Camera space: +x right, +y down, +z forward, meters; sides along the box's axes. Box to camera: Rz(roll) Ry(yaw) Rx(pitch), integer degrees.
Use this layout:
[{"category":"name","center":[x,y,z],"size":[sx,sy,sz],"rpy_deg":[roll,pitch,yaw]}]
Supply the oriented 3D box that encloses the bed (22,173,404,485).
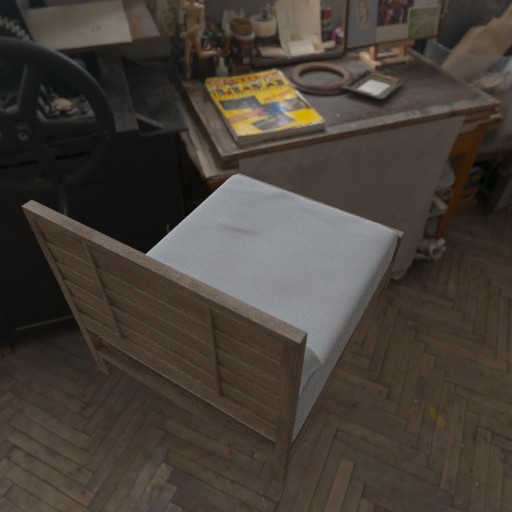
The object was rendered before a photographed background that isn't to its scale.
[{"category":"bed","center":[0.000,0.000,3.173],"size":[1.615,1.631,2.017],"rpy_deg":[23,50,21]}]
